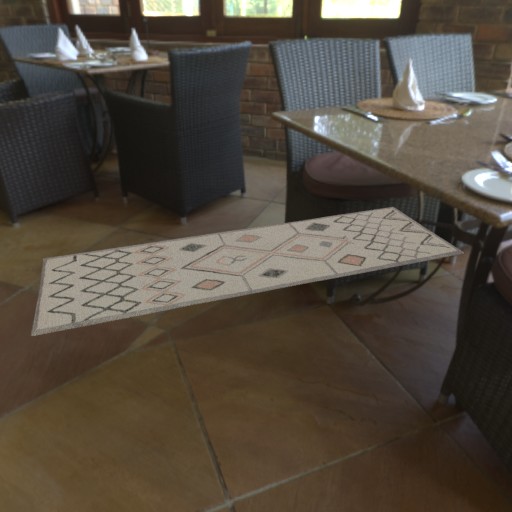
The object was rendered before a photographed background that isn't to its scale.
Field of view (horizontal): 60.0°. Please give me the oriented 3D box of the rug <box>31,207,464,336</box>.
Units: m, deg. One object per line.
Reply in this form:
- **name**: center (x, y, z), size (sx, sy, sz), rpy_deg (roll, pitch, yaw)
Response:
- **rug**: center (0.000, 0.000, 2.681), size (2.435, 0.011, 0.750), rpy_deg (-9, 31, -16)
